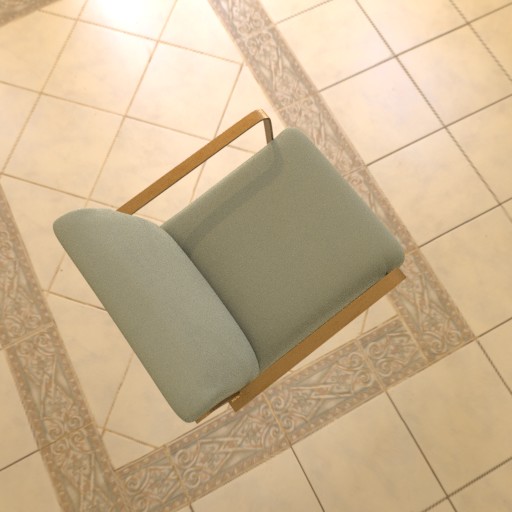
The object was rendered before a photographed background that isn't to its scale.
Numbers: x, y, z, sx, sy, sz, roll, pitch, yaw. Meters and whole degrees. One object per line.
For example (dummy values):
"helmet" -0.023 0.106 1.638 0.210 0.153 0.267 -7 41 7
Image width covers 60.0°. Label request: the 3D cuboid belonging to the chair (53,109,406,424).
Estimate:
"chair" 0.000 0.000 1.477 0.842 0.824 0.701 -36 78 -9
